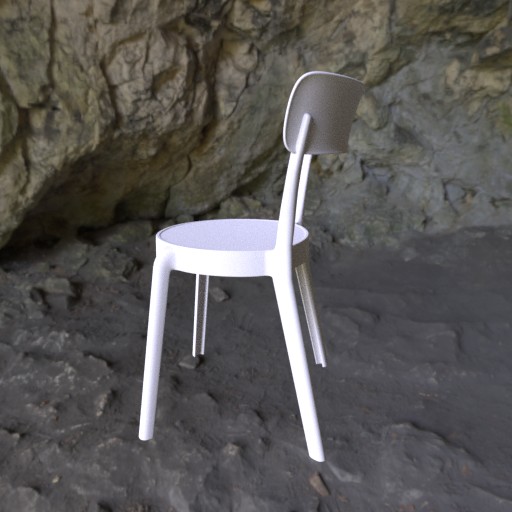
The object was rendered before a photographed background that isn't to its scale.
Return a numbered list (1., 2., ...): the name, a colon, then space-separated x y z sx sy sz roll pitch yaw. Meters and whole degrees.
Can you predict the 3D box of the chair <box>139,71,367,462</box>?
1. chair: 0.000 0.000 1.110 0.491 0.790 0.506 2 15 9
